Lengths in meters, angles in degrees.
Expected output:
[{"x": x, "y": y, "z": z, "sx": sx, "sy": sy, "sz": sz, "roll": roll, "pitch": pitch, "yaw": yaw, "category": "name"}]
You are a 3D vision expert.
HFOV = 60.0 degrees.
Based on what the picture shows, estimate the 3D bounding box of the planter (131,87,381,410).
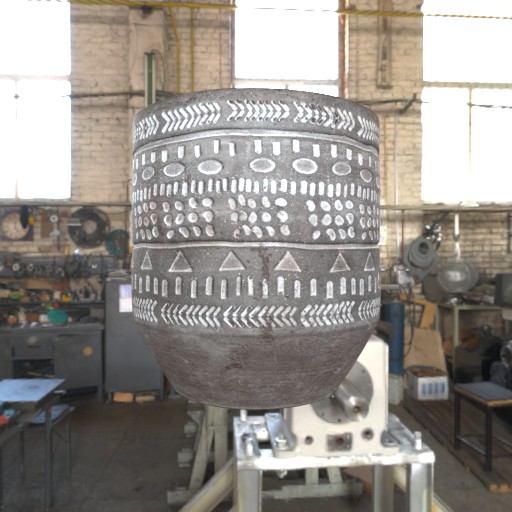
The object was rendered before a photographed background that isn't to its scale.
[{"x": 0.000, "y": 0.000, "z": 0.225, "sx": 0.122, "sy": 0.128, "sz": 0.122, "roll": 0, "pitch": 1, "yaw": 0, "category": "planter"}]
